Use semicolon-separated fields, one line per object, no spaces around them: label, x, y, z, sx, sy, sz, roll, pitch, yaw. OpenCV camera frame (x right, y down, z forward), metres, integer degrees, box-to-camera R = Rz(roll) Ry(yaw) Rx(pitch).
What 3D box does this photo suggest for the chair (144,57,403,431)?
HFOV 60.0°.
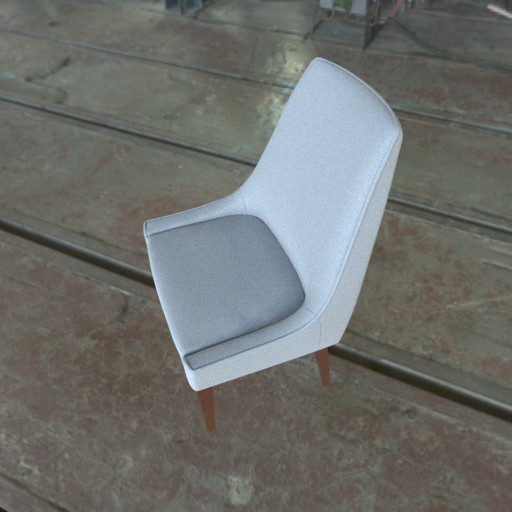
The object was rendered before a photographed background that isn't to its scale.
chair;0.000;0.000;1.186;0.544;0.861;0.529;-16;49;-14
